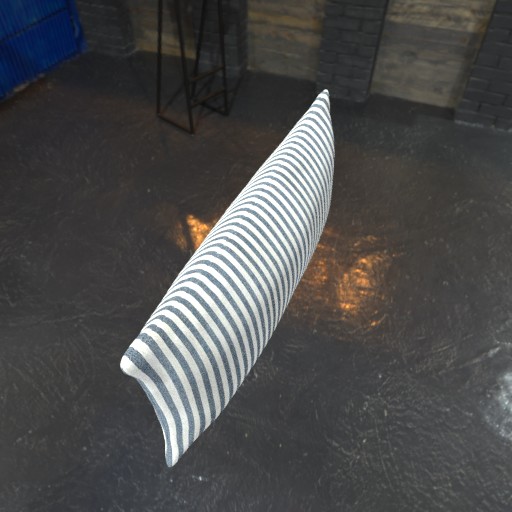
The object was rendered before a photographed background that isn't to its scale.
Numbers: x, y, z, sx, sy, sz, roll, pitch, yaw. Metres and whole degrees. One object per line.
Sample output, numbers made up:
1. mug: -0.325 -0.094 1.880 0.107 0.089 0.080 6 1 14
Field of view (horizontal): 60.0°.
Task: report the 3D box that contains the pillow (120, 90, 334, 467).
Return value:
1. pillow: 0.000 0.000 0.717 0.151 0.295 0.617 18 49 17
